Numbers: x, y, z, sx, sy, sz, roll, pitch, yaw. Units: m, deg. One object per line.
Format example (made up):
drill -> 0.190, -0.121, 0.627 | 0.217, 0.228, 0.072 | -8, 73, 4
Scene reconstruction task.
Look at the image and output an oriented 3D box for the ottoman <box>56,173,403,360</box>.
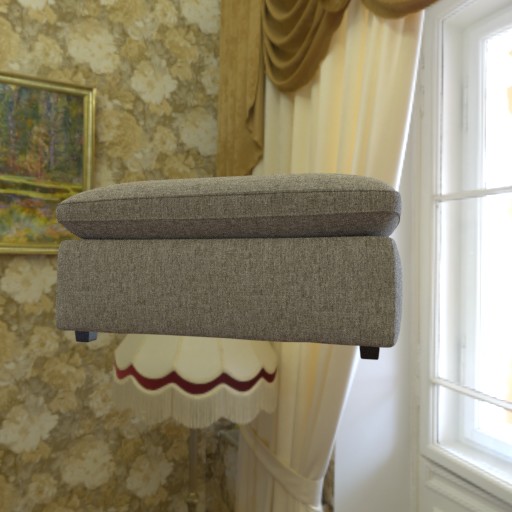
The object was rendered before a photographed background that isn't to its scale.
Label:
ottoman -> 0.000, 0.000, 1.676 | 1.035, 0.526, 1.039 | 0, 0, 16
